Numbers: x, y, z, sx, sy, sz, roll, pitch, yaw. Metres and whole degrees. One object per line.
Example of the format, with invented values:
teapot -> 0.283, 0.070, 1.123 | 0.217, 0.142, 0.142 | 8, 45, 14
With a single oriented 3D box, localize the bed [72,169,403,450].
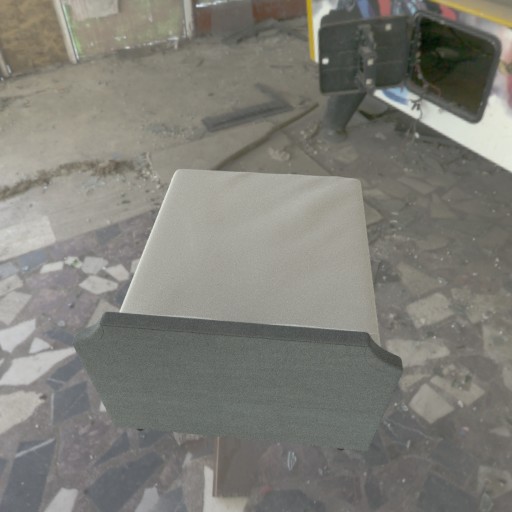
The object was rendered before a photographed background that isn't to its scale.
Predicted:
bed -> 0.000, 0.000, 3.573 | 1.977, 1.306, 2.464 | 4, 45, 4
